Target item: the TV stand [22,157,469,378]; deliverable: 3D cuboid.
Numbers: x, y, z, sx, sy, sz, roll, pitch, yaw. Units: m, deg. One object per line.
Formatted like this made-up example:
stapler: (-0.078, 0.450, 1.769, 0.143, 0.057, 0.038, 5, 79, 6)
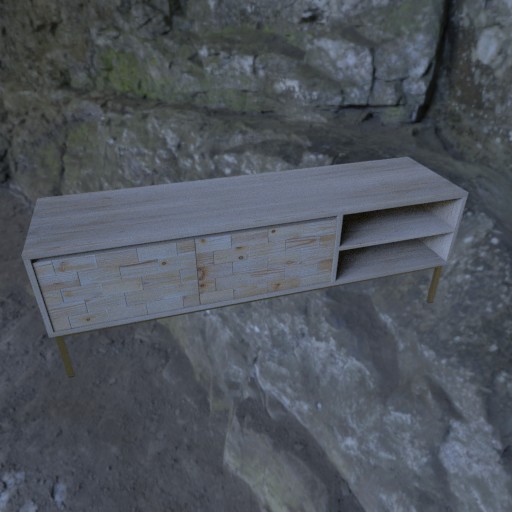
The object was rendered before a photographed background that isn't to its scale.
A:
TV stand: (0.000, 0.000, 1.847, 1.600, 0.550, 0.420, -9, 33, -14)
